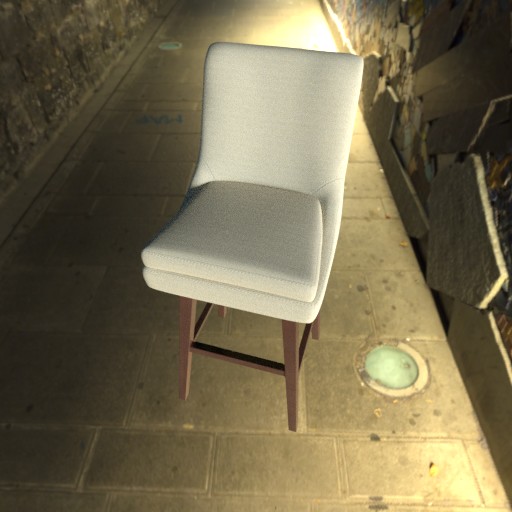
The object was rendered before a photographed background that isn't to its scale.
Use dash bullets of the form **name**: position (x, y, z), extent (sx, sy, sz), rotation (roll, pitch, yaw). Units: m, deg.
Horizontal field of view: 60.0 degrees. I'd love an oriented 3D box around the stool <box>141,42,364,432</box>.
- **stool**: position (0.000, 0.000, 1.386), extent (0.483, 1.093, 0.559), rotation (11, 43, 13)
